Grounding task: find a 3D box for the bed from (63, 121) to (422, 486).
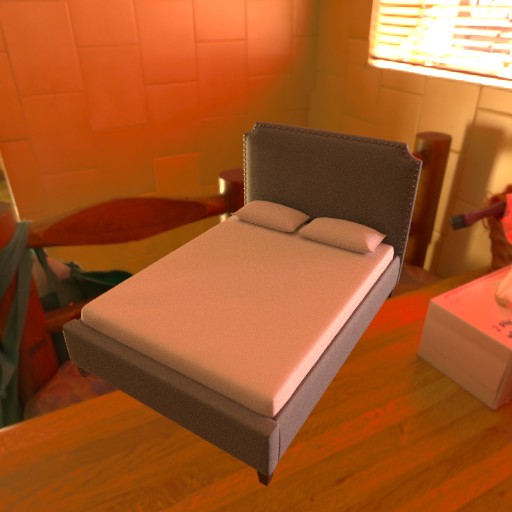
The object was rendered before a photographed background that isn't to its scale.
[{"bbox_3d":[0.000,0.000,3.404,1.712,1.443,2.372,18,34,28],"label":"bed"}]
